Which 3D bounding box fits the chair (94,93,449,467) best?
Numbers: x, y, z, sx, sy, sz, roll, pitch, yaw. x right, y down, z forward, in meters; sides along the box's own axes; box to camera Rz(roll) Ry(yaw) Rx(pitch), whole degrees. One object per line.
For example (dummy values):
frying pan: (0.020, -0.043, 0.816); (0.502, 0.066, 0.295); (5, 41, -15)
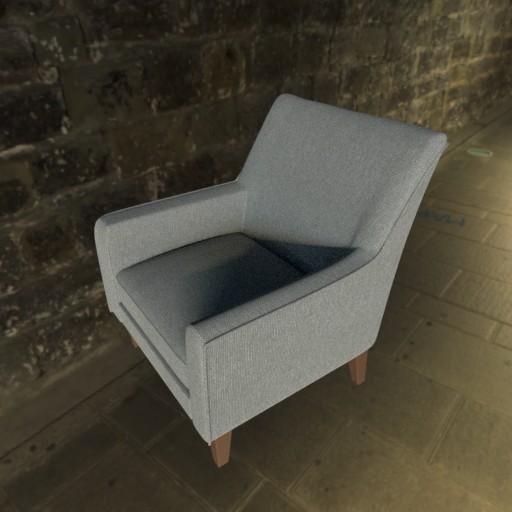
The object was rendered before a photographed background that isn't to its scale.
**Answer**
chair: (0.000, 0.000, 1.585); (0.899, 0.919, 0.780); (-20, 36, -30)
